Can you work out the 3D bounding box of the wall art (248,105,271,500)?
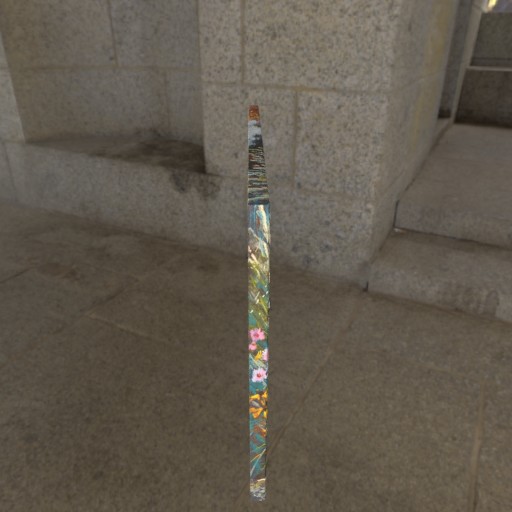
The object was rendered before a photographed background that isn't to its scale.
[{"bbox_3d":[0.000,0.000,1.413,0.042,0.760,1.136,0,27,-1],"label":"wall art"}]
